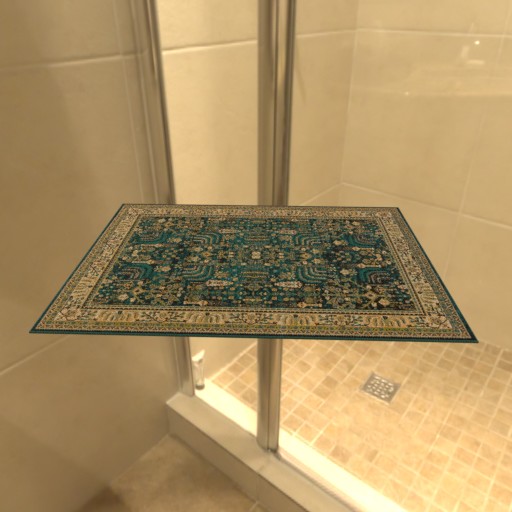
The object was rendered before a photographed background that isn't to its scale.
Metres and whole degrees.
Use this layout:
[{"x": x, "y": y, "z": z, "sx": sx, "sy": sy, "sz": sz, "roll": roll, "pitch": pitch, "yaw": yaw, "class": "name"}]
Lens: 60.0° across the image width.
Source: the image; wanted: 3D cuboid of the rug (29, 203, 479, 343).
[{"x": 0.000, "y": 0.000, "z": 2.866, "sx": 2.213, "sy": 0.013, "sz": 1.594, "roll": 1, "pitch": 30, "yaw": 2, "class": "rug"}]
